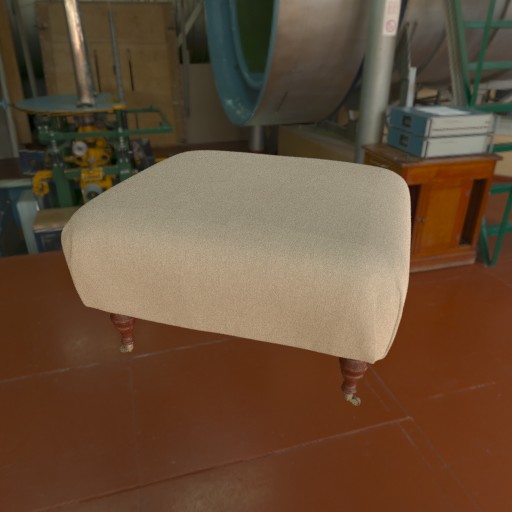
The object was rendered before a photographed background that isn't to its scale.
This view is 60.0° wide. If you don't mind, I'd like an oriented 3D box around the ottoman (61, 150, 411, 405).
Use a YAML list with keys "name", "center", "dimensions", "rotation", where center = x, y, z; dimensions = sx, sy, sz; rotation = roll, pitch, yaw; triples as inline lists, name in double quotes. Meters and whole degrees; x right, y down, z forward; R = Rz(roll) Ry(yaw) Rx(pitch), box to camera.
- name: "ottoman"
  center: [0.000, 0.000, 1.170]
  dimensions: [0.746, 0.450, 0.639]
  rotation: [8, 28, 16]
